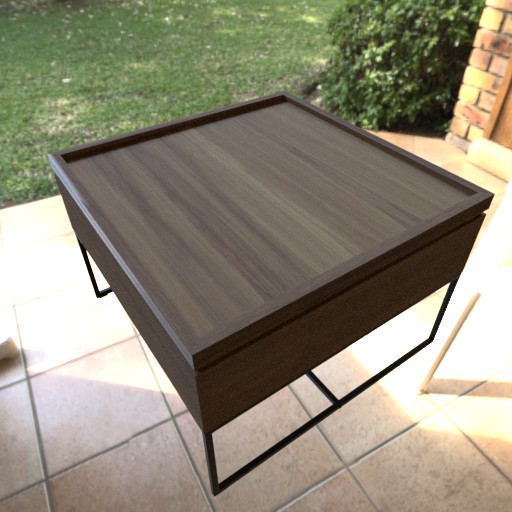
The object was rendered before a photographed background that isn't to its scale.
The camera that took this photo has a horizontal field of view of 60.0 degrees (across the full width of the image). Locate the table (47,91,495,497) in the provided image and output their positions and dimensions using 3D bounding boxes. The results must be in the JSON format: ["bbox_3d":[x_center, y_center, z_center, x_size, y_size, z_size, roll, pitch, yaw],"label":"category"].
[{"bbox_3d":[0.000,0.000,1.086,0.676,0.464,0.679,-24,46,-26],"label":"table"}]
